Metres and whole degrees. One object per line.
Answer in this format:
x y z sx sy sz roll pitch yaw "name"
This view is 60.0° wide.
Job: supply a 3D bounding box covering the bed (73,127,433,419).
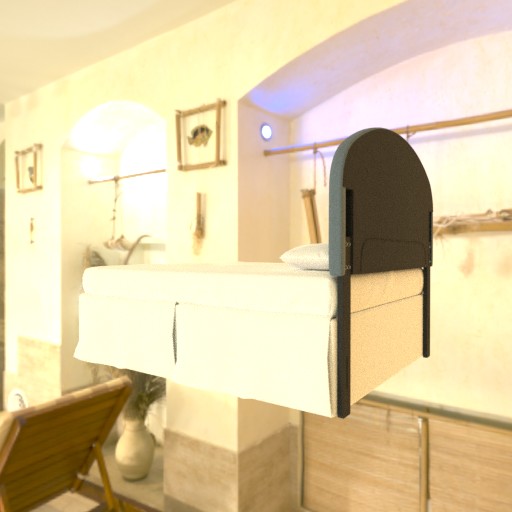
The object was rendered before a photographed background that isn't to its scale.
0.000 0.000 3.103 2.005 1.410 1.607 0 1 36 "bed"
